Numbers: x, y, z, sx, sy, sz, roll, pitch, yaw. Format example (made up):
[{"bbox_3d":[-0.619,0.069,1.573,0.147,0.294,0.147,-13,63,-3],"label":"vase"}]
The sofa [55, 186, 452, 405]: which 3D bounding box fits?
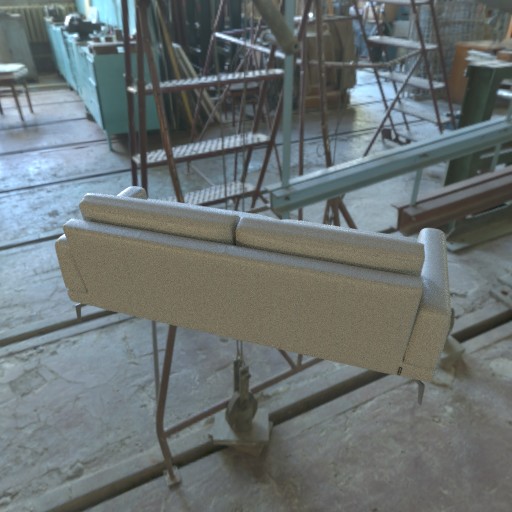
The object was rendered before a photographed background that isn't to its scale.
[{"bbox_3d":[0.000,0.000,2.425,1.940,0.765,0.974,10,34,15],"label":"sofa"}]
